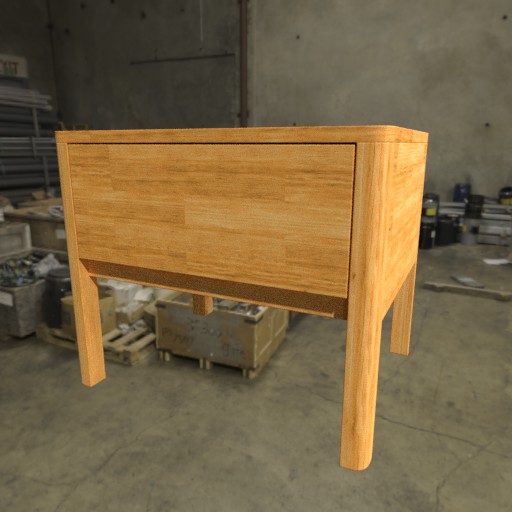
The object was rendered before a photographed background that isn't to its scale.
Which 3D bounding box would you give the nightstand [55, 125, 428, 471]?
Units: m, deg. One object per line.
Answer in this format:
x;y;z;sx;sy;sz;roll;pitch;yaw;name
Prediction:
0.000;0.000;0.875;0.560;0.470;0.440;7;16;25;nightstand
